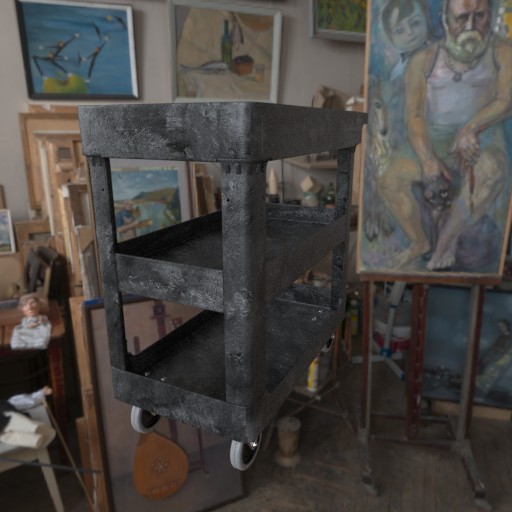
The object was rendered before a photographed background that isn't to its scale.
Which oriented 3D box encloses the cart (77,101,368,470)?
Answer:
[{"bbox_3d":[0.000,0.000,1.316,0.420,0.824,0.877,8,18,25],"label":"cart"}]
